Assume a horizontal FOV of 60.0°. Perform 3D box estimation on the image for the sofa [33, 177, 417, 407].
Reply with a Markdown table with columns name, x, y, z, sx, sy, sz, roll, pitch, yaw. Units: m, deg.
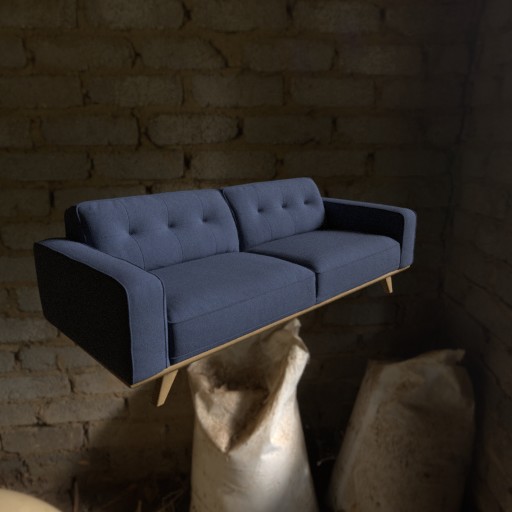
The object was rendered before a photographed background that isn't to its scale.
| name | x | y | z | sx | sy | sz | roll | pitch | yaw |
| --- | --- | --- | --- | --- | --- | --- | --- | --- | --- |
| sofa | 0.000 | 0.000 | 2.688 | 2.270 | 0.782 | 0.953 | -15 | 22 | -43 |
